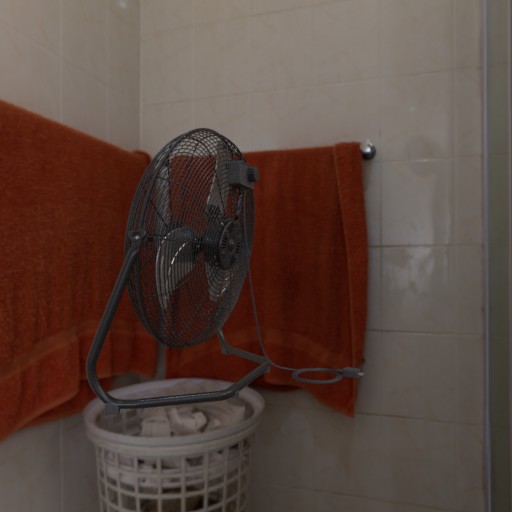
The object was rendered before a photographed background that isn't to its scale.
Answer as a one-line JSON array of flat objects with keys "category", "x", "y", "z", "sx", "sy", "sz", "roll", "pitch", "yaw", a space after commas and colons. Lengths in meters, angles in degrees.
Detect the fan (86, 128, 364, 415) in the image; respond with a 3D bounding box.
[{"category": "fan", "x": 0.000, "y": 0.000, "z": 0.944, "sx": 0.424, "sy": 0.546, "sz": 0.555, "roll": 0, "pitch": 0, "yaw": 19}]
